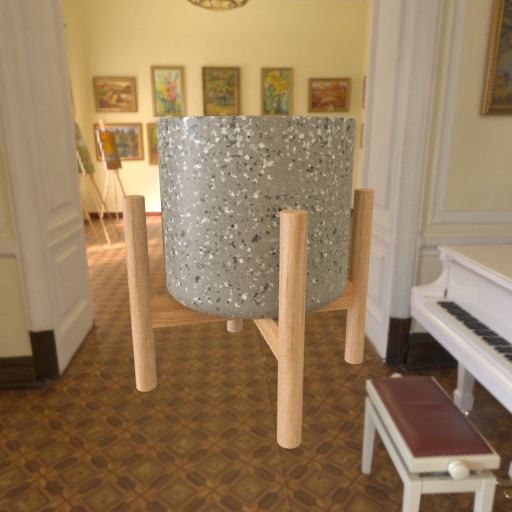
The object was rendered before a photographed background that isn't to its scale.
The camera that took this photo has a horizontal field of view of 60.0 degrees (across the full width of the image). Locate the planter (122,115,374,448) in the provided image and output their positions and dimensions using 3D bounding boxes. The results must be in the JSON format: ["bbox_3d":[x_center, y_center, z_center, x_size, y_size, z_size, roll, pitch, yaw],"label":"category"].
[{"bbox_3d":[0.000,0.000,0.546,0.284,0.320,0.284,2,15,8],"label":"planter"}]
